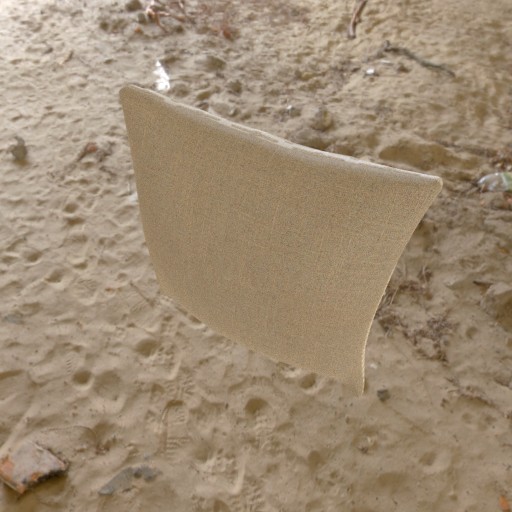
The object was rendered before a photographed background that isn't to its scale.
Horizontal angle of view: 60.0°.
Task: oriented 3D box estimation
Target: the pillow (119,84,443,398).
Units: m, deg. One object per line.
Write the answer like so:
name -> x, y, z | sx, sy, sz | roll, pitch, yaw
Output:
pillow -> 0.000, 0.000, 0.775 | 0.496, 0.491, 0.219 | 23, 50, 21
